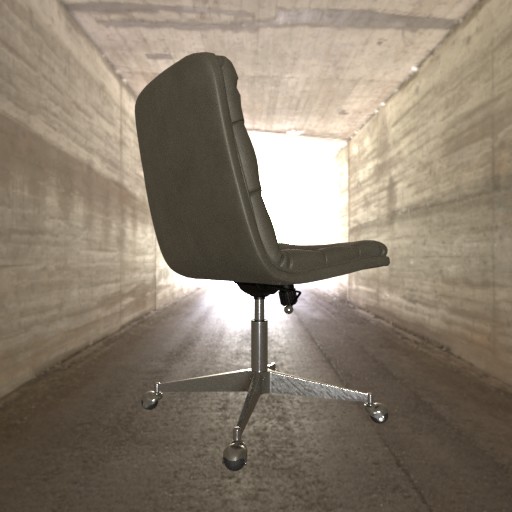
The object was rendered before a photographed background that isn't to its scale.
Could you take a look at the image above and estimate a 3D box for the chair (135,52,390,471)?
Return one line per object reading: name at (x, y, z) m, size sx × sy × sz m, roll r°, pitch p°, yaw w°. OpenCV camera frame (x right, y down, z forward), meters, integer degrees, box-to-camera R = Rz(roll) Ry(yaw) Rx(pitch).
chair at (0.000, 0.000, 1.020) m, size 0.485 × 0.738 × 0.422 m, roll 0°, pitch -1°, yaw -36°
